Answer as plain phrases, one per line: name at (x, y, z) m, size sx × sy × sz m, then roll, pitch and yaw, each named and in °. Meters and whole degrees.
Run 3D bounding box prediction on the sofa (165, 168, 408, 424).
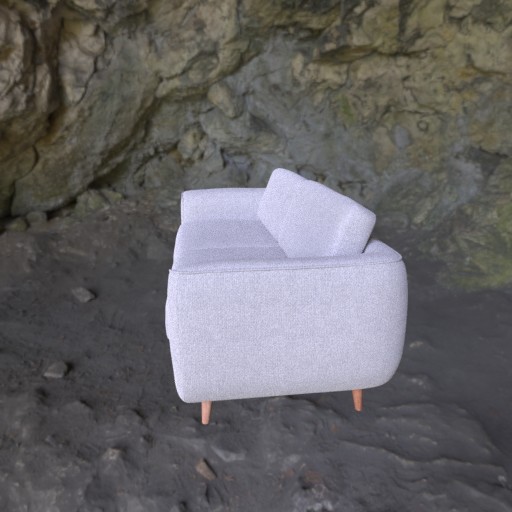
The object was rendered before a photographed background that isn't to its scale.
sofa at (0.000, 0.000, 2.457) m, size 0.920 × 0.850 × 2.000 m, roll -2°, pitch 16°, yaw -8°
